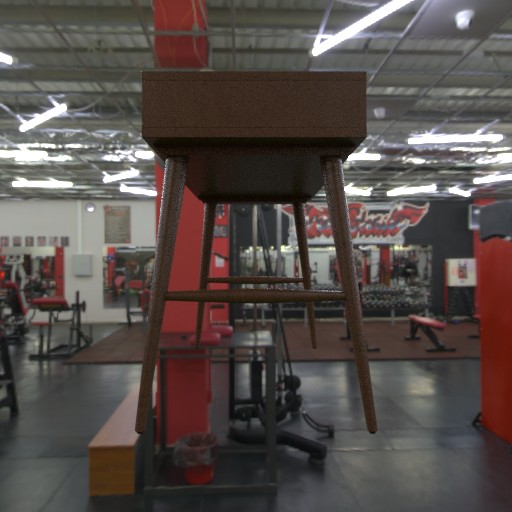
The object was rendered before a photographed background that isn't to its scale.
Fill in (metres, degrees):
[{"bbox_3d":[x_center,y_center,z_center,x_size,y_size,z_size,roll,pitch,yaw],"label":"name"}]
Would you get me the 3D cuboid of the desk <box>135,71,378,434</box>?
[{"bbox_3d":[0.000,0.000,1.393,0.510,0.758,0.949,0,-1,0],"label":"desk"}]
